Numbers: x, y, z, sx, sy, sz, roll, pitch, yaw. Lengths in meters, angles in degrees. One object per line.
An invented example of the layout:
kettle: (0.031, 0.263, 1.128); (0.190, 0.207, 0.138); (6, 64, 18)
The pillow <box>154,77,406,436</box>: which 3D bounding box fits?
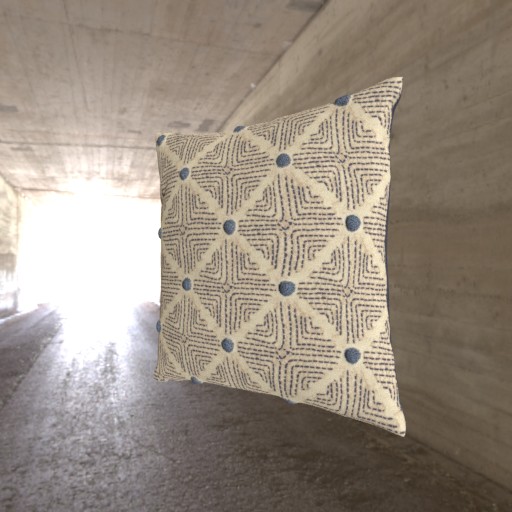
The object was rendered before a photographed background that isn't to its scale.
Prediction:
pillow: (0.000, 0.000, 0.768); (0.510, 0.510, 0.145); (0, 0, 35)
